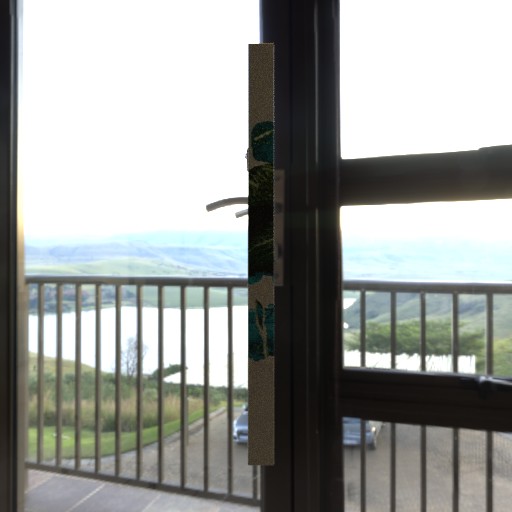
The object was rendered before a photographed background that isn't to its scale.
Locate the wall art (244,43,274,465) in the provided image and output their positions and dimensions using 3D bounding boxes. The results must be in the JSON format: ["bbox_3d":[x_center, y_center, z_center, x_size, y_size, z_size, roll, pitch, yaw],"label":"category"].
[{"bbox_3d":[0.000,0.000,0.994,0.043,0.610,0.711,0,-1,-1],"label":"wall art"}]
